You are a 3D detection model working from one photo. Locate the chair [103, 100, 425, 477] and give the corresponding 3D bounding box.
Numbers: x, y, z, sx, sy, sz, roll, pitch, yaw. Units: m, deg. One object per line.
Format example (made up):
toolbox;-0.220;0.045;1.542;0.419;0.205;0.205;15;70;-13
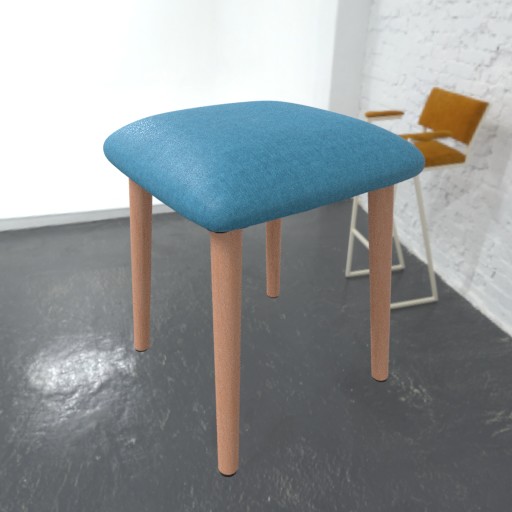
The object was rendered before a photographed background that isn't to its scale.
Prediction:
chair;0.000;0.000;0.716;0.360;0.450;0.360;-19;34;-30
